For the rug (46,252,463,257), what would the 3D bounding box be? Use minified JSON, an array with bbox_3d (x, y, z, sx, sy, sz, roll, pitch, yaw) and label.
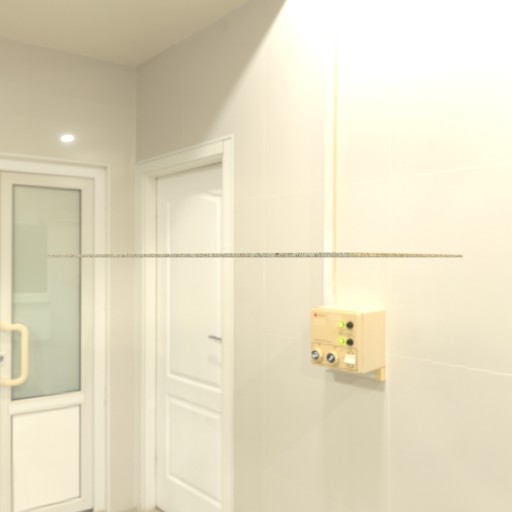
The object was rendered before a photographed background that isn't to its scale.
[{"bbox_3d":[0.000,0.000,4.045,3.001,0.025,2.401,0,0,37],"label":"rug"}]
